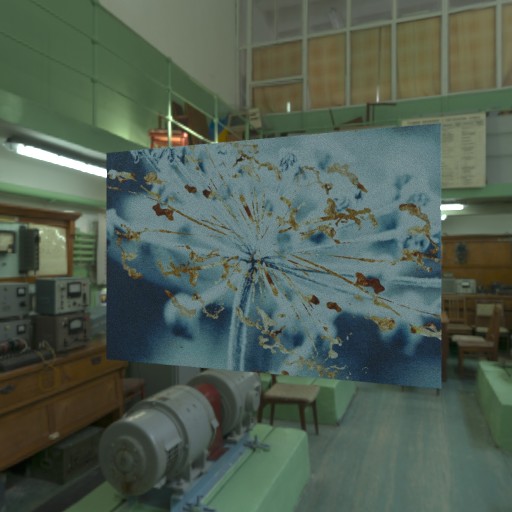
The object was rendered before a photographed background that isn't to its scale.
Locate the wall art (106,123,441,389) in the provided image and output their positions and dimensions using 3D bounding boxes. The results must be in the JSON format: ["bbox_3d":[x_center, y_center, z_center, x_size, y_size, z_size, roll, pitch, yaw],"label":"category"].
[{"bbox_3d":[0.000,0.000,0.790,0.607,0.405,0.036,0,0,19],"label":"wall art"}]
